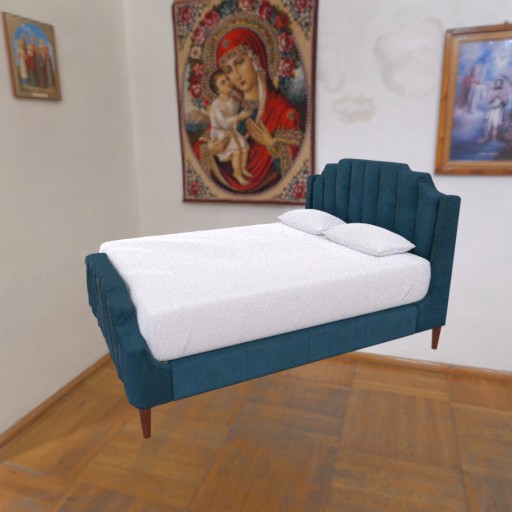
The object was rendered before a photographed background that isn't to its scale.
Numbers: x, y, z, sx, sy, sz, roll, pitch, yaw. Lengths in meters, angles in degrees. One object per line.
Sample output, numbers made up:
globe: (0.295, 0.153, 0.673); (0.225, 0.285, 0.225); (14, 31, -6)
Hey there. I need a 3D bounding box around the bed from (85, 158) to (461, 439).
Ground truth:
bed: (0.000, 0.000, 3.358); (2.322, 1.351, 1.676); (-8, 18, -26)
